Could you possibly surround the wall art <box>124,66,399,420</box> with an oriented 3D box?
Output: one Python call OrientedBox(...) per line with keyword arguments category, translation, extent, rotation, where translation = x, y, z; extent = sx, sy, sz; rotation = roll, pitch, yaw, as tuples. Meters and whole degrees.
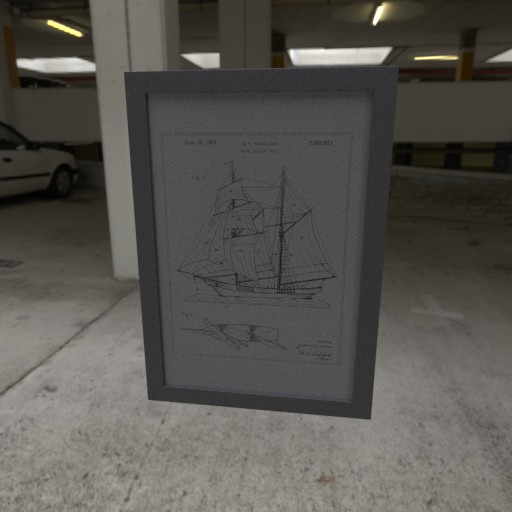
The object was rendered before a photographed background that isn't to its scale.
OrientedBox(category="wall art", translation=(0.000, 0.000, 0.682), extent=(0.380, 0.534, 0.013), rotation=(2, 16, 8))
